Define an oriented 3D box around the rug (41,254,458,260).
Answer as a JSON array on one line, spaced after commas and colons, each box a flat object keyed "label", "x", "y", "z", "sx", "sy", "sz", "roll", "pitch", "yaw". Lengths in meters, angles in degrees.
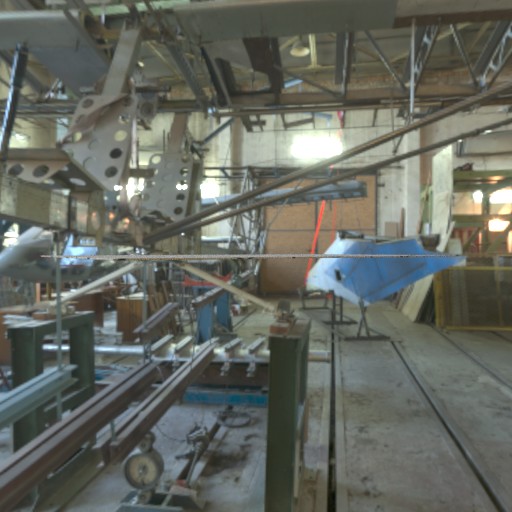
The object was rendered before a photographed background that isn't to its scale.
[{"label": "rug", "x": 0.000, "y": 0.000, "z": 3.072, "sx": 2.465, "sy": 0.008, "sz": 1.526, "roll": 0, "pitch": 1, "yaw": -35}]
